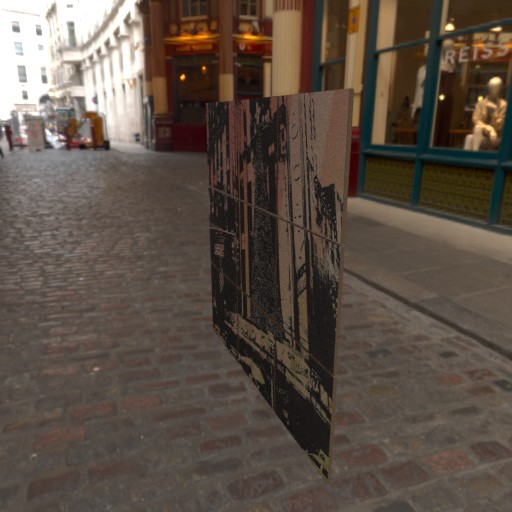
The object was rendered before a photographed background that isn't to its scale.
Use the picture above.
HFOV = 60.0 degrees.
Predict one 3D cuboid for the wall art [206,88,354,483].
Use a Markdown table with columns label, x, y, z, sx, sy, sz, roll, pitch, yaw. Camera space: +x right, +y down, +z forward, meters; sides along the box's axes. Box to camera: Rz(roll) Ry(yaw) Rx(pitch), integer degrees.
| label | x | y | z | sx | sy | sz | roll | pitch | yaw |
| --- | --- | --- | --- | --- | --- | --- | --- | --- | --- |
| wall art | 0.000 | 0.000 | 2.269 | 0.017 | 1.521 | 1.527 | -7 | 19 | -22 |
